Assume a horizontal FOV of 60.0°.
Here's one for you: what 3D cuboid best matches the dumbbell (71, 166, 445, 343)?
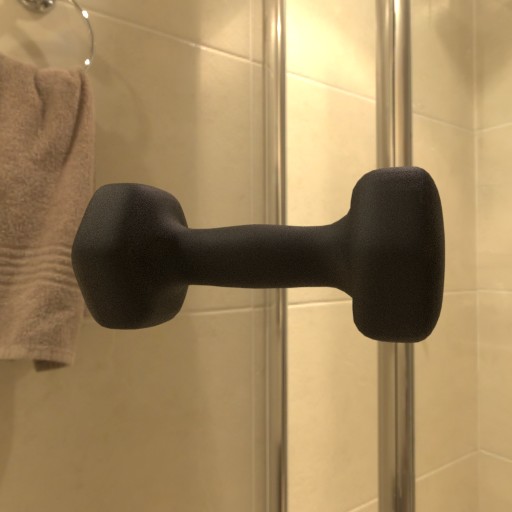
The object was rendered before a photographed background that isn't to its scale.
[{"bbox_3d":[0.000,0.000,0.296,0.231,0.101,0.112,0,-1,17],"label":"dumbbell"}]
